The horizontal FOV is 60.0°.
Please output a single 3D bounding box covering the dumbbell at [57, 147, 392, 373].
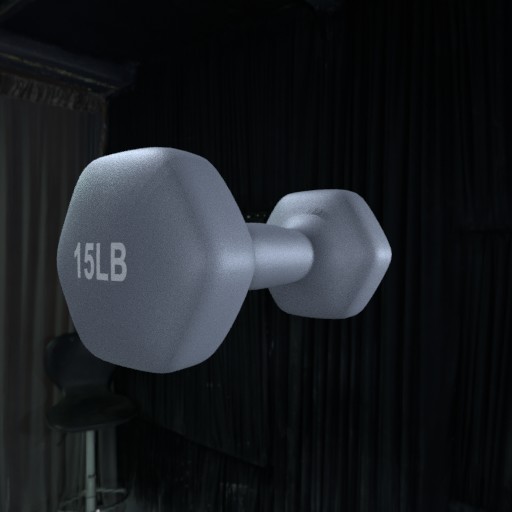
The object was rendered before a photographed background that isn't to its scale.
[{"bbox_3d":[0.000,0.000,0.296,0.116,0.105,0.240,1,2,37],"label":"dumbbell"}]
